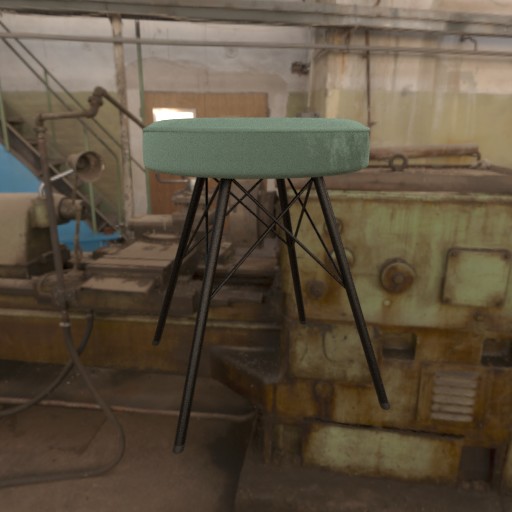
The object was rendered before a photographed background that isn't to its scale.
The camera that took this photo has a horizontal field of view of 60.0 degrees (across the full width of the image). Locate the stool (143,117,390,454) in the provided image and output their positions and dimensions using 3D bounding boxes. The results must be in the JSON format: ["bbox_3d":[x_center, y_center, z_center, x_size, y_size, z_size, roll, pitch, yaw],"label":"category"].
[{"bbox_3d":[0.000,0.000,0.879,0.458,0.519,0.457,-3,16,-9],"label":"stool"}]
